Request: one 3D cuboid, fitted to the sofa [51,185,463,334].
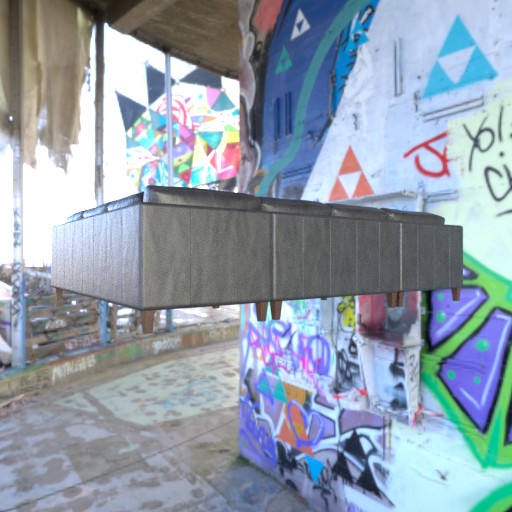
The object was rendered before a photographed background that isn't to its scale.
[{"bbox_3d":[0.000,0.000,4.425,3.324,0.891,2.452,0,0,-36],"label":"sofa"}]
